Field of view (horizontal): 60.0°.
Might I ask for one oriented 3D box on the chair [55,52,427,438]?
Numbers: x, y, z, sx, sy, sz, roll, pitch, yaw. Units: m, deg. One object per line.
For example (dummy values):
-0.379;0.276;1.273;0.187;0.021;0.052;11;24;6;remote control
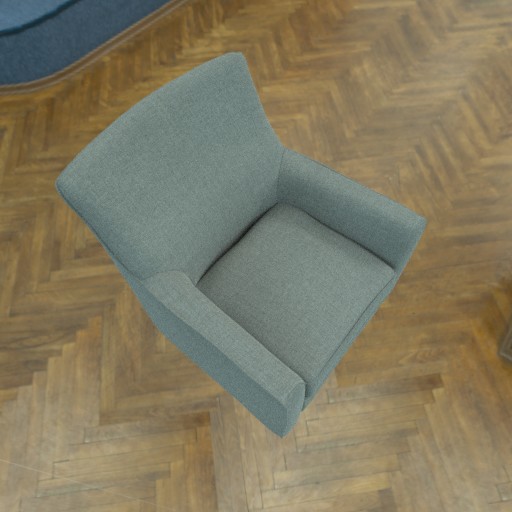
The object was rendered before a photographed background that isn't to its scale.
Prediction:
0.000;0.000;1.776;0.993;1.047;0.887;34;64;19;chair
